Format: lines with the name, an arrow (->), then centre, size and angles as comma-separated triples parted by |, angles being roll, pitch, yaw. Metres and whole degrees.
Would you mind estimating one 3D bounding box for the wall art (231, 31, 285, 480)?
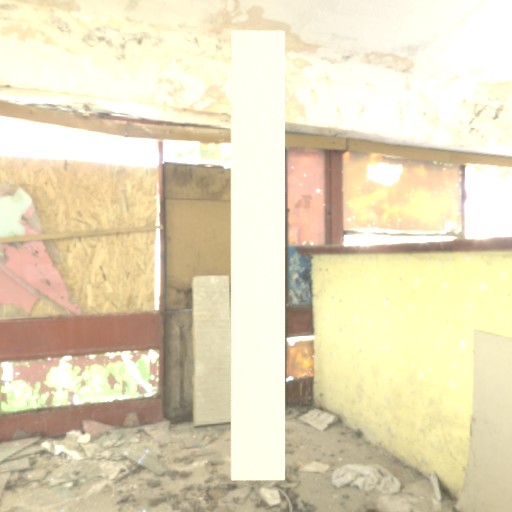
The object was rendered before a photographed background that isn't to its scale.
wall art -> 0.000, 0.000, 0.453 | 0.037, 0.305, 0.305 | 0, 0, 0
